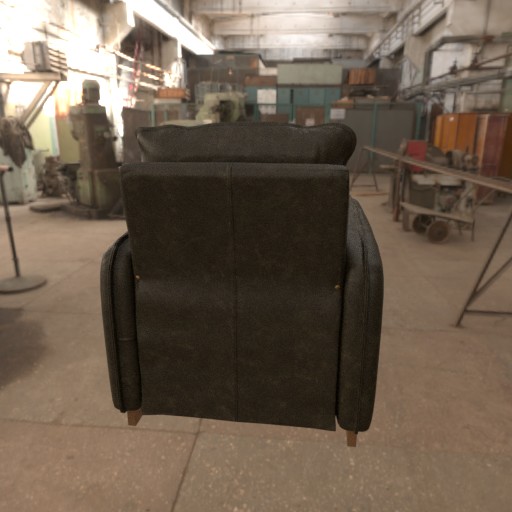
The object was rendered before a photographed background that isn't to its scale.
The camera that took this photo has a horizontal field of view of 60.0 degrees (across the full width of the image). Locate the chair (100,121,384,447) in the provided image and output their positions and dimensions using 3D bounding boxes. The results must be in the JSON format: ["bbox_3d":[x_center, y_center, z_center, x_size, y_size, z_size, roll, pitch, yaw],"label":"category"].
[{"bbox_3d":[0.000,0.000,1.597,0.830,0.921,0.921,2,16,8],"label":"chair"}]
